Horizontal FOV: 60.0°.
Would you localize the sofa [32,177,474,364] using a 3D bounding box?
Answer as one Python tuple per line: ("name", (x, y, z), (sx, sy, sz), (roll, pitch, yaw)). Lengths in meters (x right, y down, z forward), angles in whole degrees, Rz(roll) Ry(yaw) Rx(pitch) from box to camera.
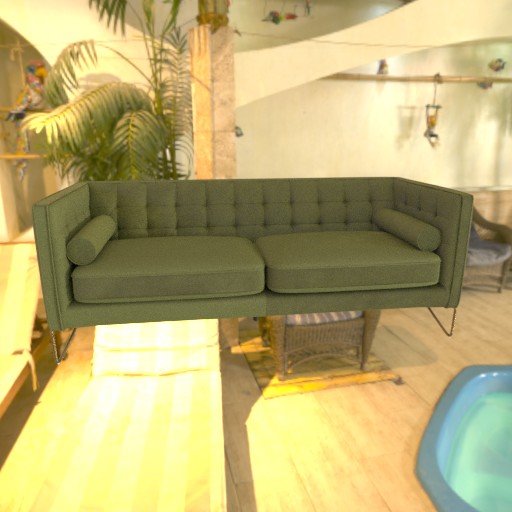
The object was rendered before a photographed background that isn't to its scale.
("sofa", (0.000, 0.000, 2.527), (2.087, 0.789, 0.867), (-2, 16, -8))
